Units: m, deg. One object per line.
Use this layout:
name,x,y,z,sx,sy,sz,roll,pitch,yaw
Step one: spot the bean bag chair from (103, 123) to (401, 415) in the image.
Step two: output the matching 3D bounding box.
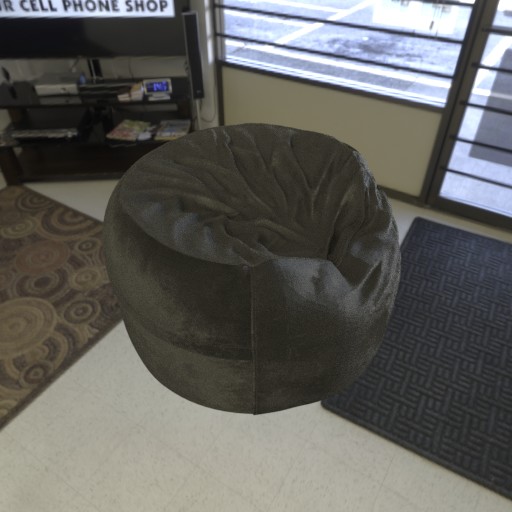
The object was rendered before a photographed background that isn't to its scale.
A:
bean bag chair,0.000,0.000,1.460,0.918,0.605,0.918,0,41,0
